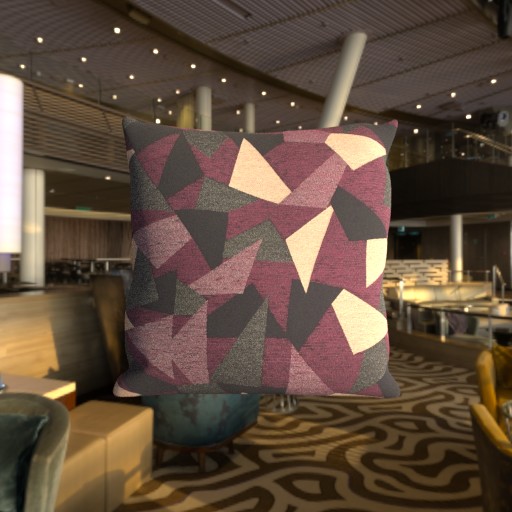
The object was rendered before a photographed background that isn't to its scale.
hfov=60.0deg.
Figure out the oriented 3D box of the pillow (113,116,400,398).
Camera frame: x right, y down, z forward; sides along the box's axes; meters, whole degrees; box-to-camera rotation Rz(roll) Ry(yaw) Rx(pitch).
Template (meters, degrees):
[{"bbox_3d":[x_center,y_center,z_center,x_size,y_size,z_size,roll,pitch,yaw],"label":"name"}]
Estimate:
[{"bbox_3d":[0.000,0.000,0.776,0.503,0.496,0.208,0,-1,1],"label":"pillow"}]
